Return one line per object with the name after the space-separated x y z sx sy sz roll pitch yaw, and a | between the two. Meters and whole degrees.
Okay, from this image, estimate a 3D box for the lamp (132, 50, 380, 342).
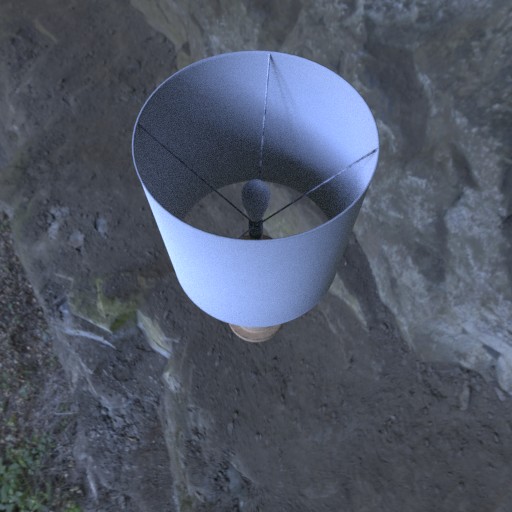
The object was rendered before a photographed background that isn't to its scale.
0.000 0.000 0.578 0.208 0.455 0.208 -11 64 -6 | lamp
